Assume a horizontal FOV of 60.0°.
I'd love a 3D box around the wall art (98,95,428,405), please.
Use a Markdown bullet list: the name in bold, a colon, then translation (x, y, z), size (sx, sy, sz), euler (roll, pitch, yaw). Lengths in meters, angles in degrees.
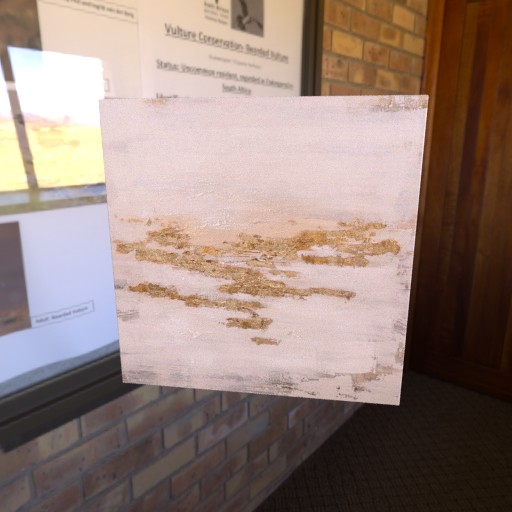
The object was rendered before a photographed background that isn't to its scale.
- **wall art**: translation (0.000, 0.000, 0.909), size (0.611, 0.613, 0.040), euler (2, 15, 8)
